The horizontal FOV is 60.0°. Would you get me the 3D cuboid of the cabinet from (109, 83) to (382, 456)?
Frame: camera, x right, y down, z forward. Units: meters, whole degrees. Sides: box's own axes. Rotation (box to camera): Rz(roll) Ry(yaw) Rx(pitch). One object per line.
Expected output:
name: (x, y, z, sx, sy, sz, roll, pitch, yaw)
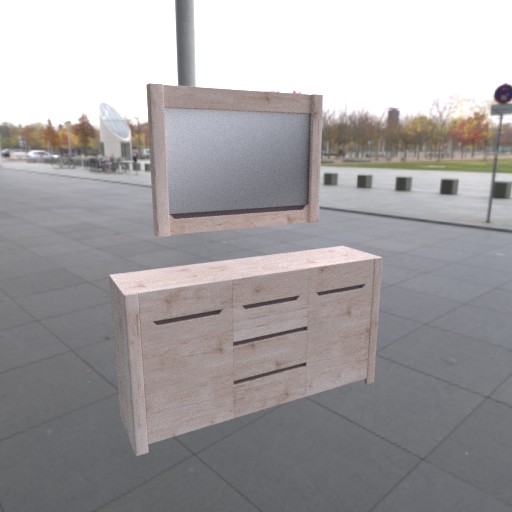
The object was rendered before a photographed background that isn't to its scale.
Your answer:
cabinet: (0.000, 0.000, 2.751, 1.700, 1.981, 0.420, -7, 15, -27)
